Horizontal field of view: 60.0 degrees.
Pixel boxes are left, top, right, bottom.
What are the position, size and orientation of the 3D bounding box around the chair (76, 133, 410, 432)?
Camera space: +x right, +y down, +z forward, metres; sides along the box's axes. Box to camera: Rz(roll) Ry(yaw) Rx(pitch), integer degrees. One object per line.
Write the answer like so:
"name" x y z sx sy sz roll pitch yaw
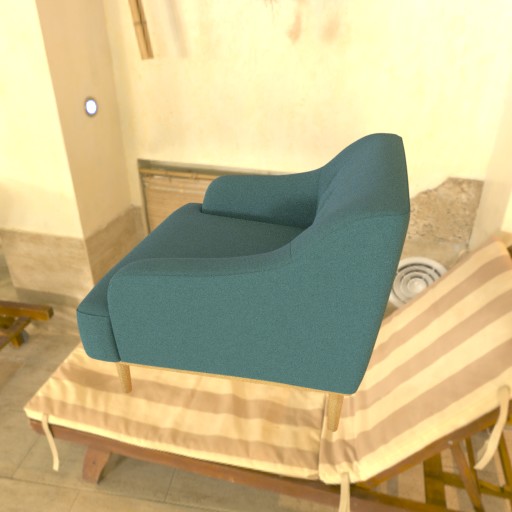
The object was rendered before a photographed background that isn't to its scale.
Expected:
"chair" 0.000 0.000 1.644 0.951 0.818 0.946 7 29 13
